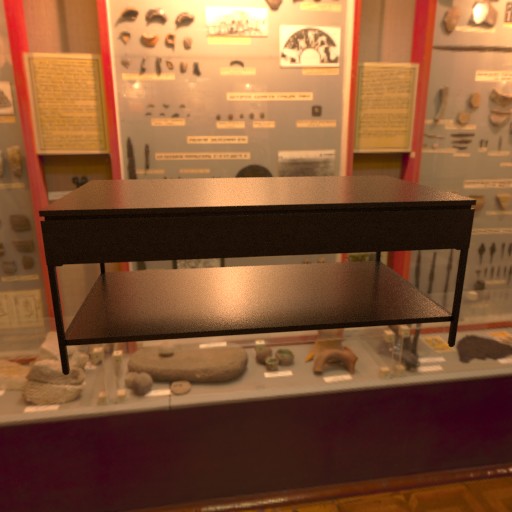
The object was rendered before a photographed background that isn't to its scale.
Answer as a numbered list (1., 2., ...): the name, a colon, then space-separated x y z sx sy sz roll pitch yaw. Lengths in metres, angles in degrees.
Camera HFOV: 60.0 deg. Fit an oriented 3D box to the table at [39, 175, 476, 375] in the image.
1. table: 0.000 0.000 1.431 1.095 0.435 0.574 -2 17 -8
